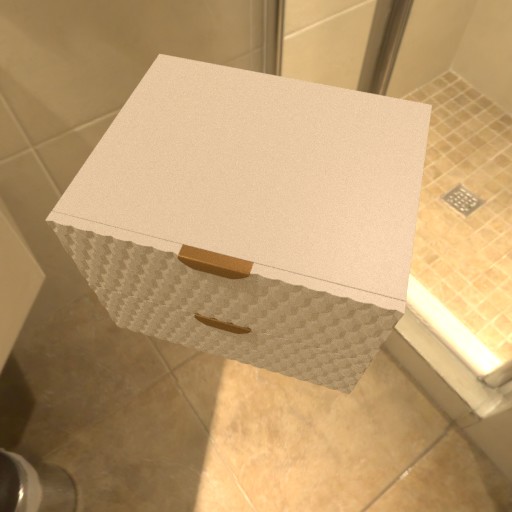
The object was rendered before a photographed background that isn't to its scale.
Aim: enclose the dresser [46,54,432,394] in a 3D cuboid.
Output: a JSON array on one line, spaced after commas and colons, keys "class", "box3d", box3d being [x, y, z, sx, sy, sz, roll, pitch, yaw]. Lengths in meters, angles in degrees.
[{"class": "dresser", "box3d": [0.000, 0.000, 0.929, 0.503, 0.568, 0.414, 14, 59, 9]}]
